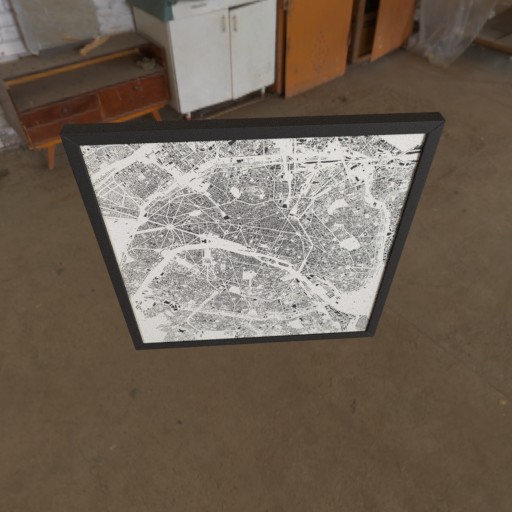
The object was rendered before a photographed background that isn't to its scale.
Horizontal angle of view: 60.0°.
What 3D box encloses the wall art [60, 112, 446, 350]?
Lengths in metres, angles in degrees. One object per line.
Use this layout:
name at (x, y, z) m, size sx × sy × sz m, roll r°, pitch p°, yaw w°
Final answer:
wall art at (0.000, 0.000, 1.157) m, size 0.763 × 0.763 × 0.037 m, roll -3°, pitch 46°, yaw -3°
